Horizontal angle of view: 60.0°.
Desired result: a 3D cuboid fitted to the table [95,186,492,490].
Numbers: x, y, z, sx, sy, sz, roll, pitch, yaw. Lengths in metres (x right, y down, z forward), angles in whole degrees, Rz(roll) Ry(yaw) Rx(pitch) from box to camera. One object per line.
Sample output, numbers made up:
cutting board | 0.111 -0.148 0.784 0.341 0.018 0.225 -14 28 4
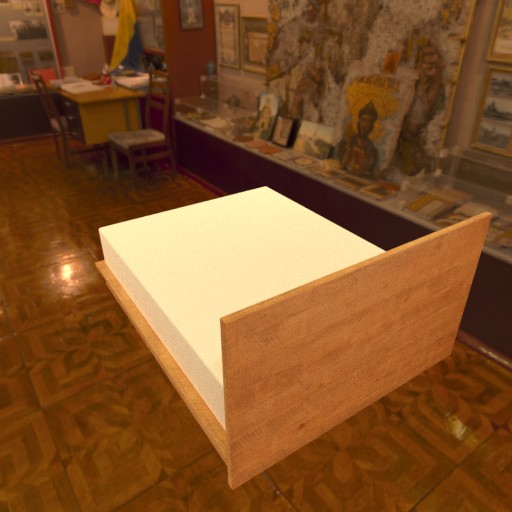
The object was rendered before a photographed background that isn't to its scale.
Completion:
table | 0.000 0.000 3.071 1.707 1.041 2.149 -19 35 -29
